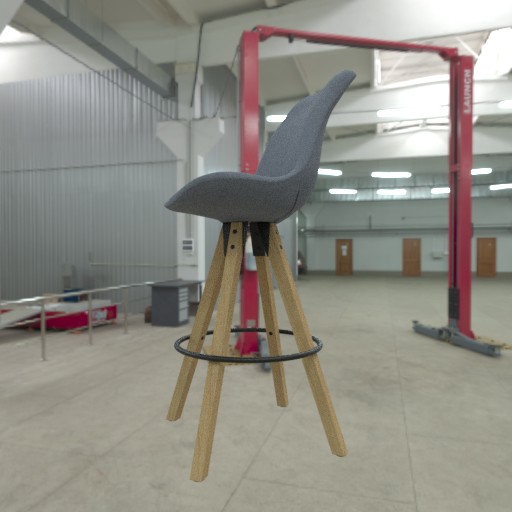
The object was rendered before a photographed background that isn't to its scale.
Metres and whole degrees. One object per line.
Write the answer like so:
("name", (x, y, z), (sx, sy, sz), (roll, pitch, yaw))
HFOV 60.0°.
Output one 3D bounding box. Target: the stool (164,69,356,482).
("stool", (0.000, 0.000, 1.376), (0.550, 1.115, 0.485), (0, 1, -19))
